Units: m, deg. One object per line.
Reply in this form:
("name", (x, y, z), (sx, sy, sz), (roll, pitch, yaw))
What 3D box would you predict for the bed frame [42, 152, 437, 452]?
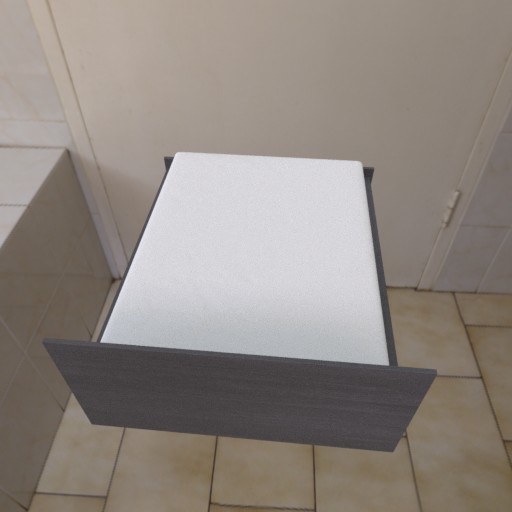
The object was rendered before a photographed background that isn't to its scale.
("bed frame", (0.000, 0.000, 2.773), (1.622, 0.800, 1.960), (4, 45, 4))
